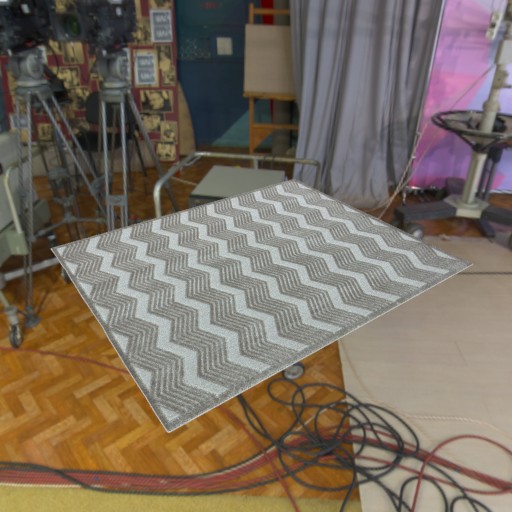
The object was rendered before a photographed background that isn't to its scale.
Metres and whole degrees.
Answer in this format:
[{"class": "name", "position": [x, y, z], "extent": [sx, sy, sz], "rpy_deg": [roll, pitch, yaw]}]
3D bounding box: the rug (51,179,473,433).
[{"class": "rug", "position": [0.000, 0.000, 3.915], "extent": [2.880, 0.005, 2.391], "rpy_deg": [-21, 37, -30]}]
